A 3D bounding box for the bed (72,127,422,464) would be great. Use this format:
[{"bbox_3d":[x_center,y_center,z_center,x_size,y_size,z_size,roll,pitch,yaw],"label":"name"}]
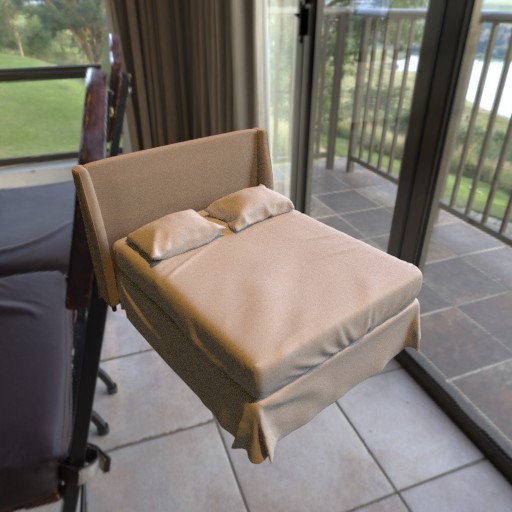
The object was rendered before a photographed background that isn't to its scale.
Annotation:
[{"bbox_3d":[0.000,0.000,3.550,1.925,1.332,2.276,-23,37,-33],"label":"bed"}]
